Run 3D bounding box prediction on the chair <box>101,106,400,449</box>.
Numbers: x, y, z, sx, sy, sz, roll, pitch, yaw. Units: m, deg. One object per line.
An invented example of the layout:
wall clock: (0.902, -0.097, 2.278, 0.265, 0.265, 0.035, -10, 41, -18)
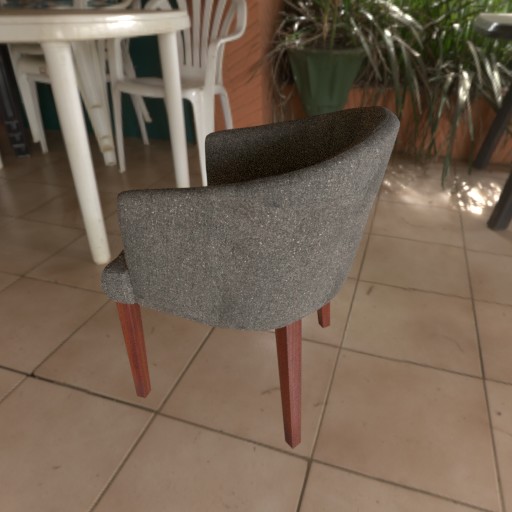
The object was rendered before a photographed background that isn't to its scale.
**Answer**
chair: (0.000, 0.000, 1.244, 0.655, 0.811, 0.583, 9, 32, 15)
